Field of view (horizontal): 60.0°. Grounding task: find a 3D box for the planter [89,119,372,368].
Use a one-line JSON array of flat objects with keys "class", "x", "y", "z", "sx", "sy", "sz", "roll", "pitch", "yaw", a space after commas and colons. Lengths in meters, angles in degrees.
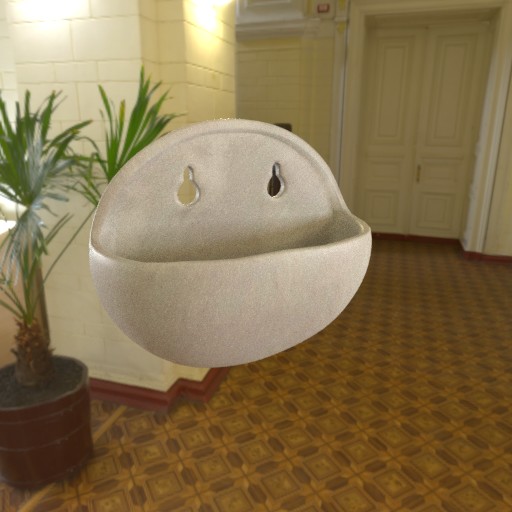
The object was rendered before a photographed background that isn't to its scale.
[{"class": "planter", "x": 0.000, "y": 0.000, "z": 0.276, "sx": 0.190, "sy": 0.164, "sz": 0.073, "roll": -9, "pitch": 19, "yaw": -27}]
